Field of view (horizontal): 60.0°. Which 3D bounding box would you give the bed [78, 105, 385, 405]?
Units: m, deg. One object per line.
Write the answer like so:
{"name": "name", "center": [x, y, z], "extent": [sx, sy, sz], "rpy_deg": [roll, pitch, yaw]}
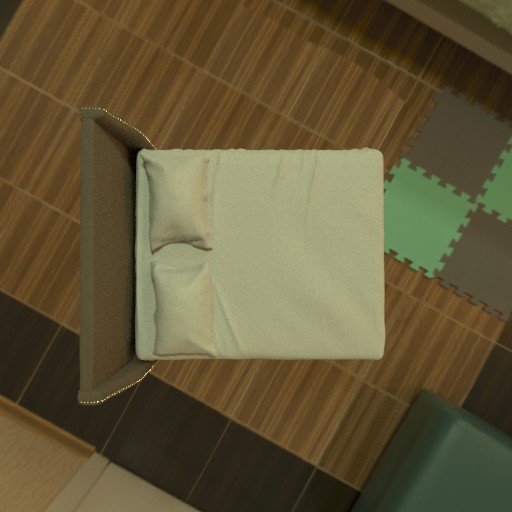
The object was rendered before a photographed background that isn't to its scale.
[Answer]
{"name": "bed", "center": [0.000, 0.000, 3.456], "extent": [2.276, 1.332, 1.925], "rpy_deg": [0, 89, 0]}
